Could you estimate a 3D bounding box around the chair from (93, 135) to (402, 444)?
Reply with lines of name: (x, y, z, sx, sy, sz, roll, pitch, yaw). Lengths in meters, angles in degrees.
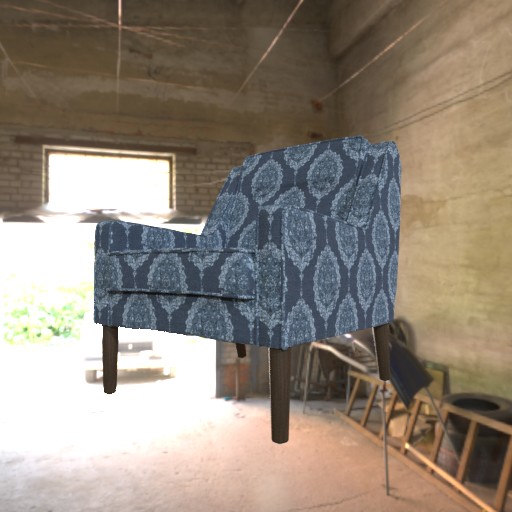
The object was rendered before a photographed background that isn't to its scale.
chair: (0.000, 0.000, 1.354, 0.663, 0.792, 0.743, -1, -1, 36)
